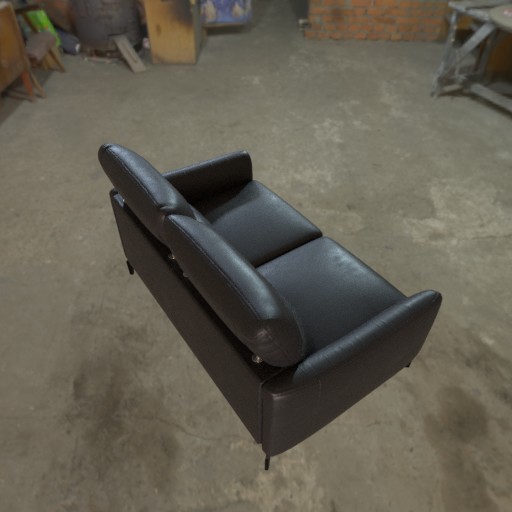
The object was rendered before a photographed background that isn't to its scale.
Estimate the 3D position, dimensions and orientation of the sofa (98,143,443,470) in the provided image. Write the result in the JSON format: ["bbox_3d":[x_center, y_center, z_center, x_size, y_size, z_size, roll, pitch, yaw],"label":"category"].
[{"bbox_3d":[0.000,0.000,2.221,0.958,0.920,1.596,-25,48,-25],"label":"sofa"}]
